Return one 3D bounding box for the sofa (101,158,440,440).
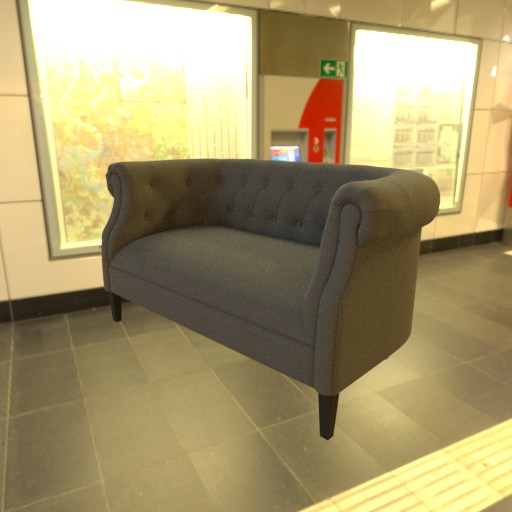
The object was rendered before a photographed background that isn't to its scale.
[{"bbox_3d":[0.000,0.000,2.049,1.558,0.827,0.835,14,21,42],"label":"sofa"}]
